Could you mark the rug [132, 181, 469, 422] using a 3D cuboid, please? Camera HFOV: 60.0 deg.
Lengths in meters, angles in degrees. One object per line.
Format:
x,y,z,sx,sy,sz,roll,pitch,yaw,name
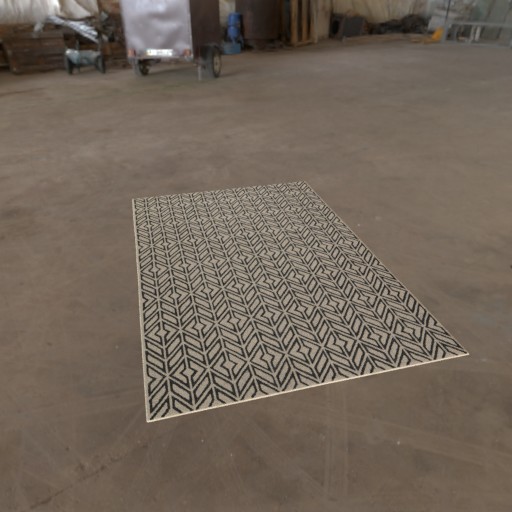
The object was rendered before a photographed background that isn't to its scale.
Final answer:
0.000,0.000,2.331,1.220,0.007,1.828,-8,32,-13,rug
